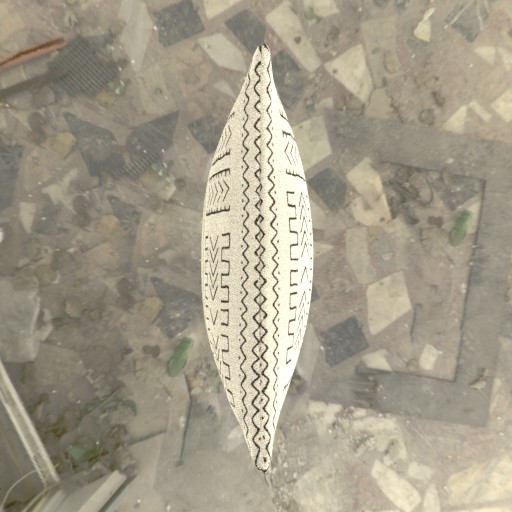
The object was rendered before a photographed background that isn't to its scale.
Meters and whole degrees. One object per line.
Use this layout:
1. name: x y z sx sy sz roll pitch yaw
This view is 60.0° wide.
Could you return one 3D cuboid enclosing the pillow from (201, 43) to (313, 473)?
1. pillow: 0.000 0.000 0.651 0.164 0.430 0.438 0 89 -2
